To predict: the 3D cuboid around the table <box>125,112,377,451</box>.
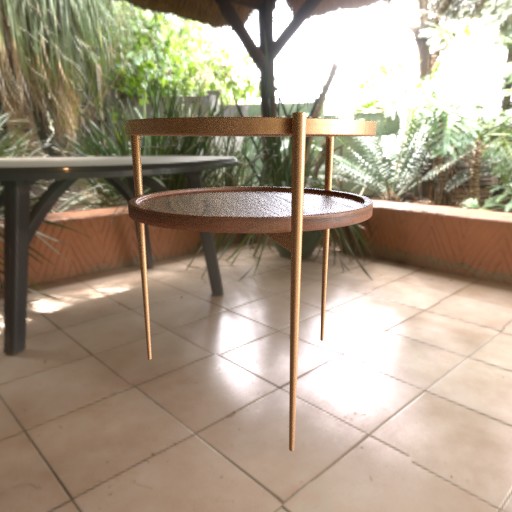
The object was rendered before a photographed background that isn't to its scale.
[{"bbox_3d":[0.000,0.000,0.841,0.456,0.493,0.430,-14,20,-43],"label":"table"}]
